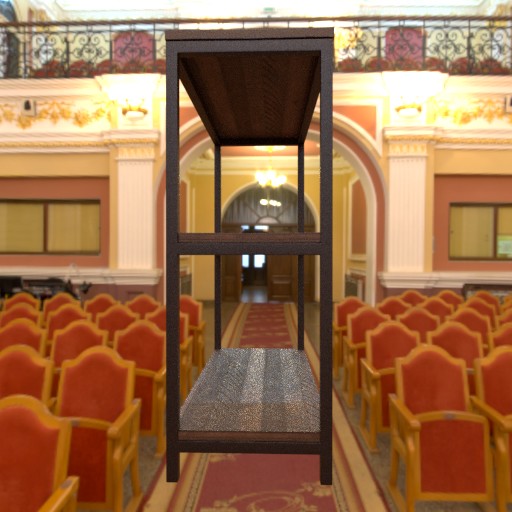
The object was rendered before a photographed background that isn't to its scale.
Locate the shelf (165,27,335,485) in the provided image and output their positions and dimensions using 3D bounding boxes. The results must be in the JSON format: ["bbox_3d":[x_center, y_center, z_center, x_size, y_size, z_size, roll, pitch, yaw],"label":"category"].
[{"bbox_3d":[0.000,0.000,1.331,0.352,0.947,0.822,0,0,2],"label":"shelf"}]
